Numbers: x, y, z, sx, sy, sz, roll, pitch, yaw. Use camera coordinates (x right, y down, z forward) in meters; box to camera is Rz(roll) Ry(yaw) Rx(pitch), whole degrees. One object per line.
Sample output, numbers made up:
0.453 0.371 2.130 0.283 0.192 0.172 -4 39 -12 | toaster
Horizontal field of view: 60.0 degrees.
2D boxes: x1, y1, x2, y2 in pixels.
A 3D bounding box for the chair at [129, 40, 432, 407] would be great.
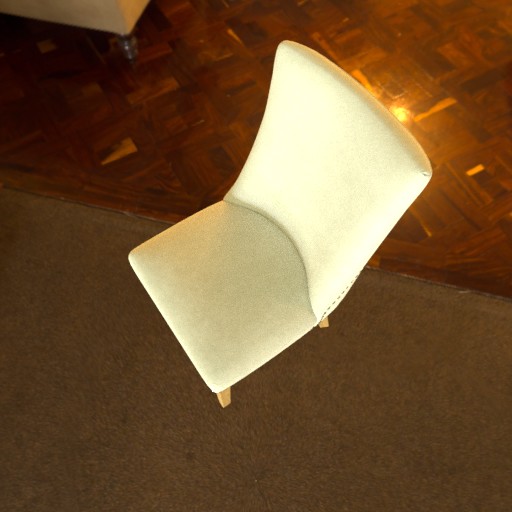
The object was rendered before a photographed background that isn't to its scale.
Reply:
0.000 0.000 1.263 0.610 0.902 0.495 -32 67 -15 | chair
